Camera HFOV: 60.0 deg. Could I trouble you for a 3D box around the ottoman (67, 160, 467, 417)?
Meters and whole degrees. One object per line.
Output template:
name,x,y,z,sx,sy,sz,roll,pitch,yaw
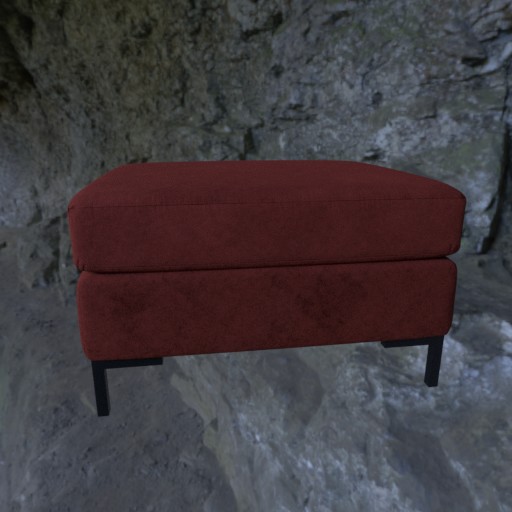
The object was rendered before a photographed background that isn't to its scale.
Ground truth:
ottoman,0.000,0.000,1.165,0.782,0.462,0.650,-2,17,-8
